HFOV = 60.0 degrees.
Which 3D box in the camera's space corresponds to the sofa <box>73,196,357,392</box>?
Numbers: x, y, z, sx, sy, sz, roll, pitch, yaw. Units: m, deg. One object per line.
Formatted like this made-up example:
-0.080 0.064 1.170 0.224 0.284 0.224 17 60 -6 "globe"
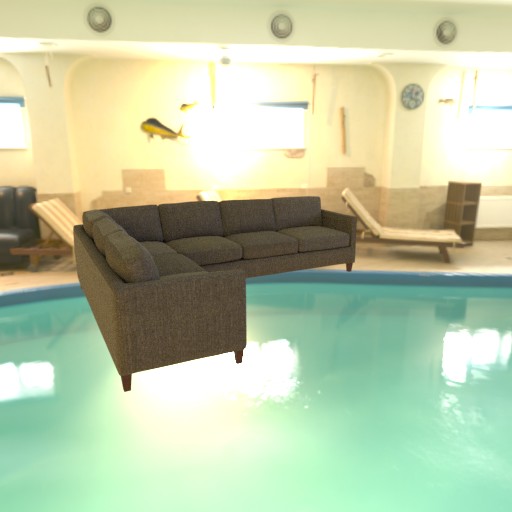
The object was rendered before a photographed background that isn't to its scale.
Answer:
0.000 0.000 4.606 3.302 0.947 2.593 -7 16 -26 "sofa"
